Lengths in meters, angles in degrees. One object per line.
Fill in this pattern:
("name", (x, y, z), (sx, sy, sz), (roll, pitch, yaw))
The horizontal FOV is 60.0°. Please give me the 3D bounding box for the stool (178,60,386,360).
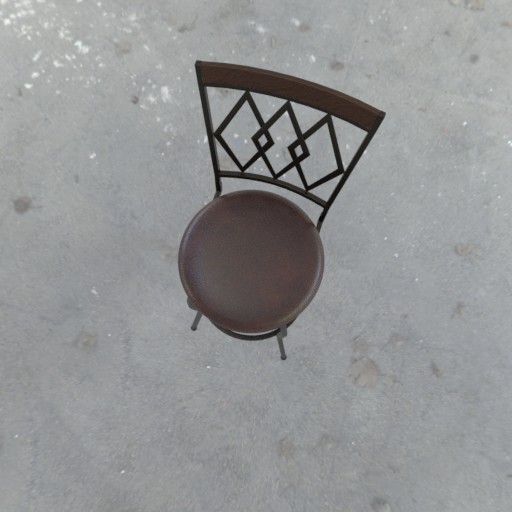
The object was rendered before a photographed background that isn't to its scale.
("stool", (0.000, 0.000, 1.416), (0.432, 1.134, 0.521), (17, 76, 4))
